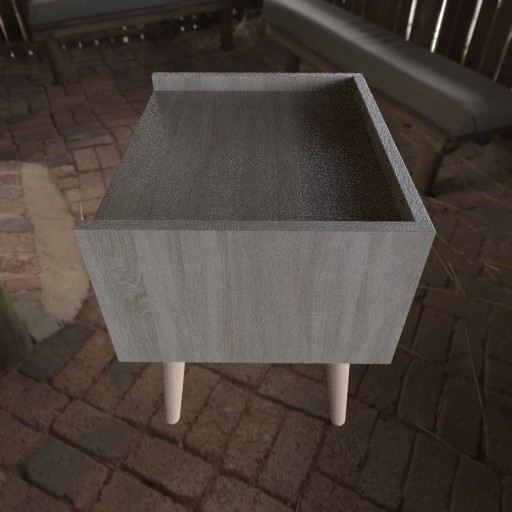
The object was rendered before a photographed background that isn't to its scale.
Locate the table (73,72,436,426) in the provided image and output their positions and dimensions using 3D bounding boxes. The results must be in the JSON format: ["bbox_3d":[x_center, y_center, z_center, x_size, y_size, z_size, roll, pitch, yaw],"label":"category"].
[{"bbox_3d":[0.000,0.000,0.775,0.370,0.470,0.450,0,42,0],"label":"table"}]
